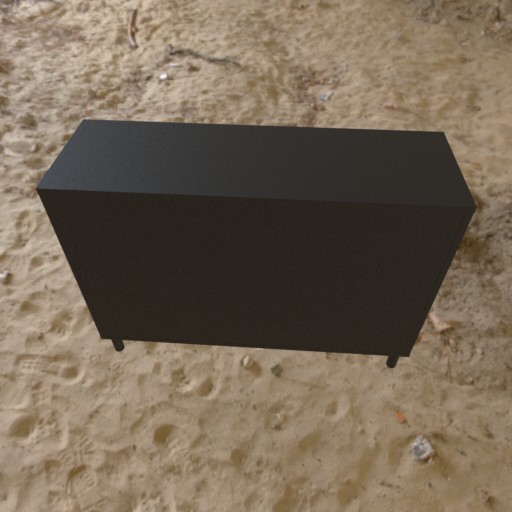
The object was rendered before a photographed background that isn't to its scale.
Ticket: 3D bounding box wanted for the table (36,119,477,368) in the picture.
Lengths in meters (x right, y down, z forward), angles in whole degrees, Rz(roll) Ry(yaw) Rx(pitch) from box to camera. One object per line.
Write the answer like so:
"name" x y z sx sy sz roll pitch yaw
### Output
"table" 0.000 0.000 1.645 1.200 0.855 0.400 3 45 3
